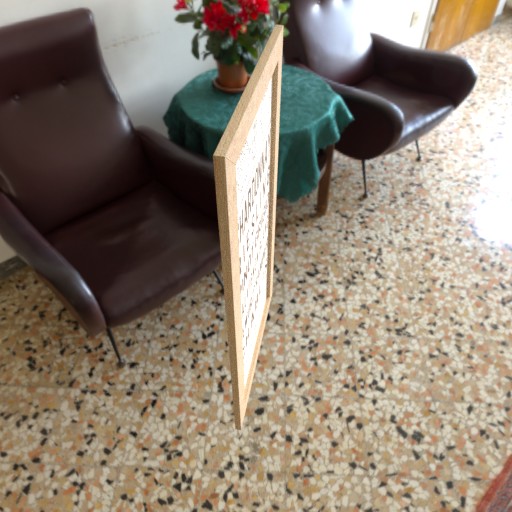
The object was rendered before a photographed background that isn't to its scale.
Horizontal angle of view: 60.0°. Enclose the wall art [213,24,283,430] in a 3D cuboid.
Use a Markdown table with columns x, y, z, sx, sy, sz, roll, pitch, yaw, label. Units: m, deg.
| x | y | z | sx | sy | sz | roll | pitch | yaw | label |
| --- | --- | --- | --- | --- | --- | --- | --- | --- | --- |
| 0.000 | 0.000 | 0.829 | 0.013 | 0.683 | 0.381 | 8 | 47 | 8 | wall art |
